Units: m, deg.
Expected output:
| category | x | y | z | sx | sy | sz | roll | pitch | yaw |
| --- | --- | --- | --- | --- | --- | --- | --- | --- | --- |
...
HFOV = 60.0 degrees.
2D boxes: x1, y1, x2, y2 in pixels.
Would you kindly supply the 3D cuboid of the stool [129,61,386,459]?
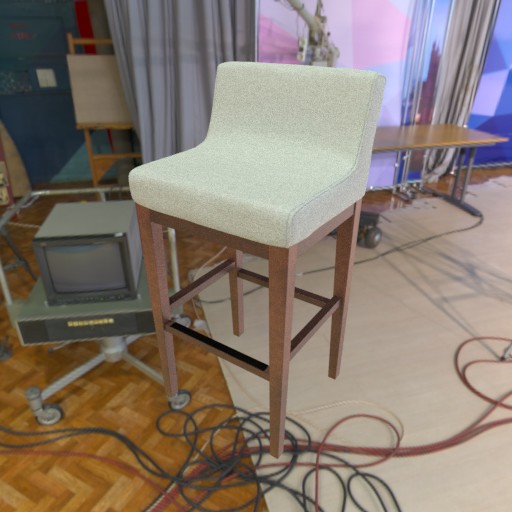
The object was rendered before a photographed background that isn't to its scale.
| category | x | y | z | sx | sy | sz | roll | pitch | yaw |
| --- | --- | --- | --- | --- | --- | --- | --- | --- | --- |
| stool | 0.000 | 0.000 | 1.342 | 0.511 | 1.037 | 0.500 | 18 | 34 | 30 |
